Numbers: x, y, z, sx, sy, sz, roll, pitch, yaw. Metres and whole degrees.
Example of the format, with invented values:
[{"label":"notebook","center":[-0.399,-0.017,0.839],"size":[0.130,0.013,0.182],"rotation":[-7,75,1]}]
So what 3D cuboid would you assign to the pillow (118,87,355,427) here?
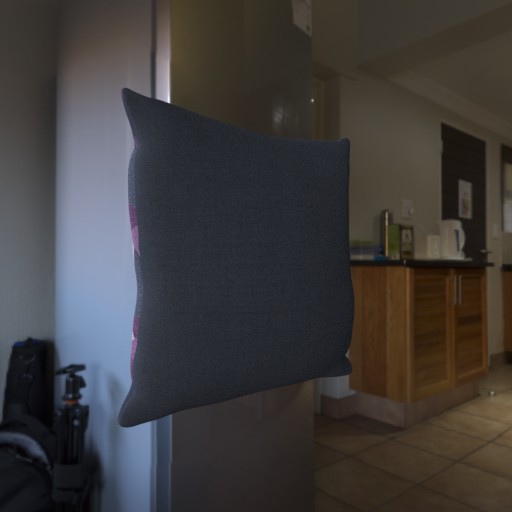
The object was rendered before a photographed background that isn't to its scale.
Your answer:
[{"label":"pillow","center":[0.000,0.000,0.790],"size":[0.503,0.496,0.208],"rotation":[0,-1,-38]}]
